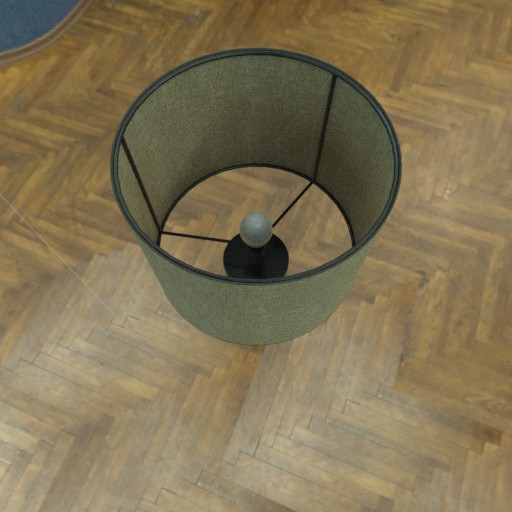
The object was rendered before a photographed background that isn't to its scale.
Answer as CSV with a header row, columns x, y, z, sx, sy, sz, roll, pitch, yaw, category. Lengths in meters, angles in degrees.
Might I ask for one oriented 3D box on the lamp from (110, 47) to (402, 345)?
x,y,z,sx,sy,sz,roll,pitch,yaw,category
0.000,0.000,0.467,0.202,0.350,0.202,0,65,0,lamp
